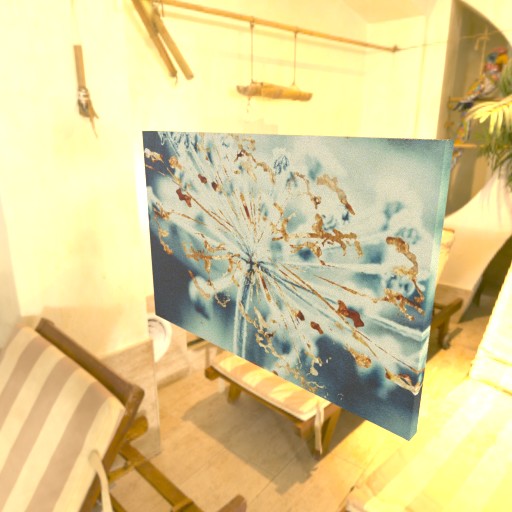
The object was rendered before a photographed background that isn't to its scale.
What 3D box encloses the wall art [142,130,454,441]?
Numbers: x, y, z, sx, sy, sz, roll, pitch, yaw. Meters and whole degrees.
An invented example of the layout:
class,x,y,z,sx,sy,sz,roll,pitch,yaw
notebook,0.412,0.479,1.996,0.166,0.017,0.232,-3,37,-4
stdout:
class,x,y,z,sx,sy,sz,roll,pitch,yaw
wall art,0.000,0.000,1.146,0.912,0.608,0.038,16,23,41
